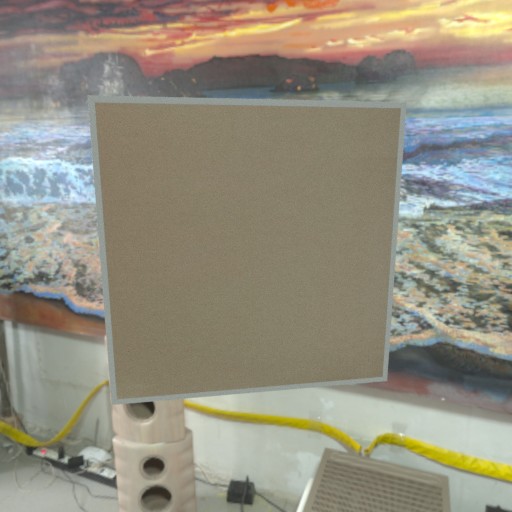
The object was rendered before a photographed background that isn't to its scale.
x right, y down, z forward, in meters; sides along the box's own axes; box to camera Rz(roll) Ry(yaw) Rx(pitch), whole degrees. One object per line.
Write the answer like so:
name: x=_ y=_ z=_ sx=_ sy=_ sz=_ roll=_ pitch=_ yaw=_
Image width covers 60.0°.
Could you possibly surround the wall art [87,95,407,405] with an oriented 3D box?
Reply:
wall art: x=0.000 y=0.000 z=0.679 sx=0.456 sy=0.456 sz=0.007 roll=-2 pitch=13 yaw=-9
